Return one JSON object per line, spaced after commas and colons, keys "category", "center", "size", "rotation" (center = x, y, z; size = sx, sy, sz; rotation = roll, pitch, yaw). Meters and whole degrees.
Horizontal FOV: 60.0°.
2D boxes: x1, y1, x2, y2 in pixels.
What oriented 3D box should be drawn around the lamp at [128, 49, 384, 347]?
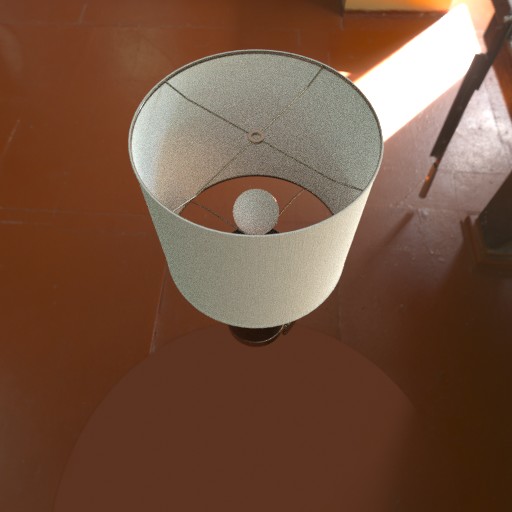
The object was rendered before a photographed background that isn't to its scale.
{"category": "lamp", "center": [0.000, 0.000, 0.630], "size": [0.240, 0.482, 0.241], "rotation": [33, 65, 18]}
